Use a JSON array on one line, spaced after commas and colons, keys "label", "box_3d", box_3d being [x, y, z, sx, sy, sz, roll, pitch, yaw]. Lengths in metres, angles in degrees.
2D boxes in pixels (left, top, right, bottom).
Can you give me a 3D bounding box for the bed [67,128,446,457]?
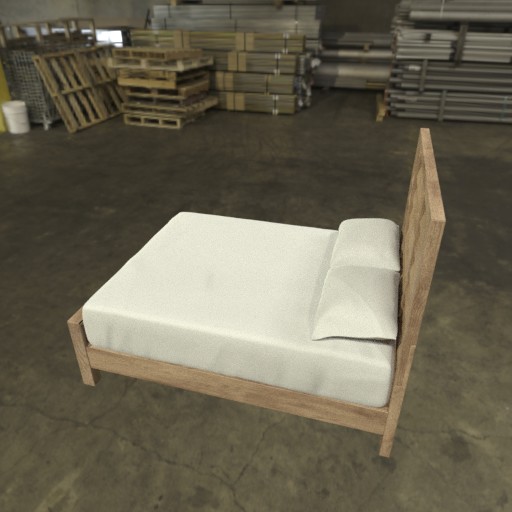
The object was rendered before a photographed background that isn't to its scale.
[{"label": "bed", "box_3d": [0.000, 0.000, 3.272, 2.197, 1.626, 1.626, 8, 31, 14]}]
